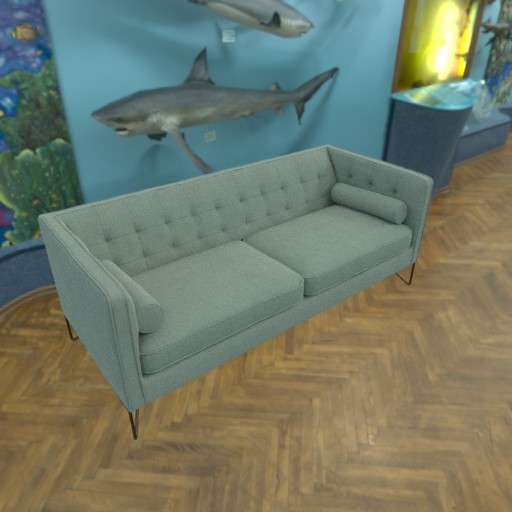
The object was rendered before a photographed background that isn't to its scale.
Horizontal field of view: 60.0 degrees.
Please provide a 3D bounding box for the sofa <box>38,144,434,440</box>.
[{"bbox_3d":[0.000,0.000,2.625,2.079,0.798,0.912,-21,36,-32],"label":"sofa"}]
